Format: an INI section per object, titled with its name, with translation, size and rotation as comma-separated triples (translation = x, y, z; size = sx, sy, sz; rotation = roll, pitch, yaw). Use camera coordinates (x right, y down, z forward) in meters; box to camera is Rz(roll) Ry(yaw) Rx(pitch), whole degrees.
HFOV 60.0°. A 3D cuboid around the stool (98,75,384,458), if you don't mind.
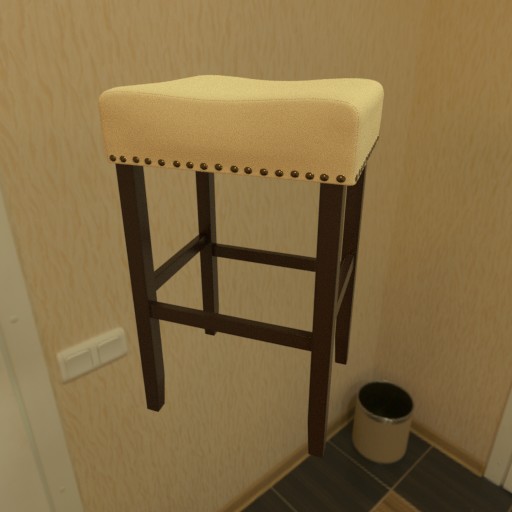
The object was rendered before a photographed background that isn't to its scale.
[stool]
translation = 0.000, 0.000, 1.040
size = 0.471, 0.762, 0.401
rotation = 9, 27, 17
